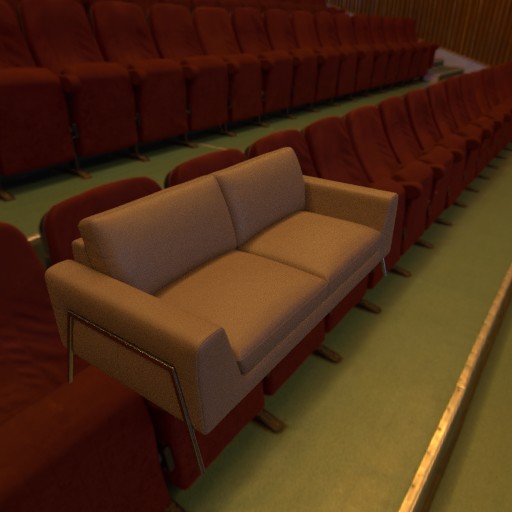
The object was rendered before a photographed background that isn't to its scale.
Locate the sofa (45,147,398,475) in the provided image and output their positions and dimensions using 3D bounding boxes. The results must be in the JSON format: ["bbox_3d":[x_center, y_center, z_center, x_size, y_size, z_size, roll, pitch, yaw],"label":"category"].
[{"bbox_3d":[0.000,0.000,2.554,0.953,0.875,2.017,18,32,31],"label":"sofa"}]
